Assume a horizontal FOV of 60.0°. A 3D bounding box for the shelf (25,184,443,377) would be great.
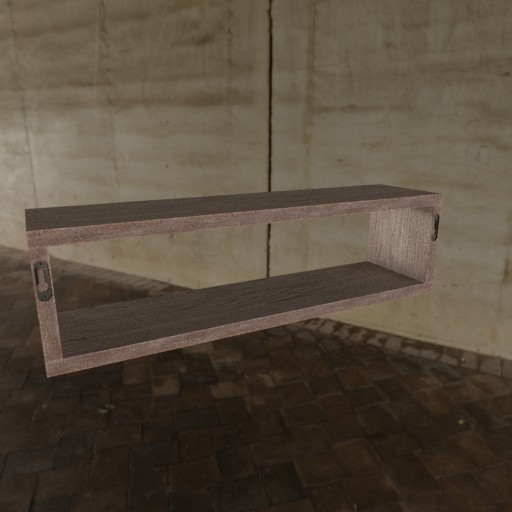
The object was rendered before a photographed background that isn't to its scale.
[{"bbox_3d":[0.000,0.000,0.678,0.610,0.170,0.150,-8,18,-26],"label":"shelf"}]
